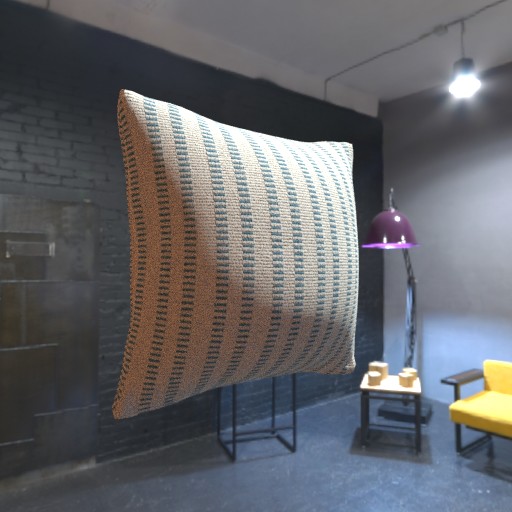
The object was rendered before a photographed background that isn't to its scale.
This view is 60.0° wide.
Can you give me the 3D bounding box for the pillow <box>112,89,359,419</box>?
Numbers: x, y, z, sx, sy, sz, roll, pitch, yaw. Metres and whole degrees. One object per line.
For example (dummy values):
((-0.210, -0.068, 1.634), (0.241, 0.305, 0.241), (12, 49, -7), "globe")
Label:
((0.000, 0.000, 0.685), (0.438, 0.419, 0.247), (1, -2, -36), "pillow")
